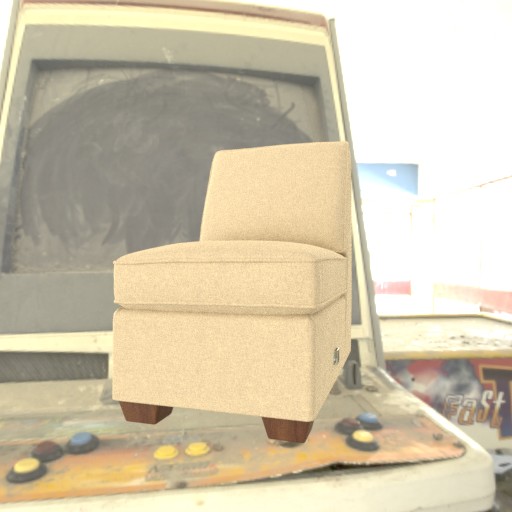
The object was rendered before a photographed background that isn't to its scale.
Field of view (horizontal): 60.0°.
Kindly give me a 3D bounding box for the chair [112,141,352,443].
[{"bbox_3d":[0.000,0.000,1.615,0.621,0.970,0.938,0,-1,18],"label":"chair"}]
